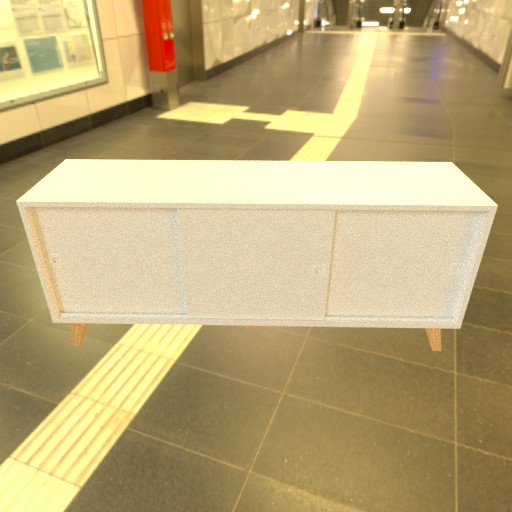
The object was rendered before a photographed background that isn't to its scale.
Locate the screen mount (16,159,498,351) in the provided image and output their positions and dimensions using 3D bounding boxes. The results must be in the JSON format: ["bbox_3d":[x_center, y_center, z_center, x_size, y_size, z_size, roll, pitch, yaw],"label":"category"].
[{"bbox_3d":[0.000,0.000,1.701,1.490,0.619,0.400,1,31,1],"label":"screen mount"}]
